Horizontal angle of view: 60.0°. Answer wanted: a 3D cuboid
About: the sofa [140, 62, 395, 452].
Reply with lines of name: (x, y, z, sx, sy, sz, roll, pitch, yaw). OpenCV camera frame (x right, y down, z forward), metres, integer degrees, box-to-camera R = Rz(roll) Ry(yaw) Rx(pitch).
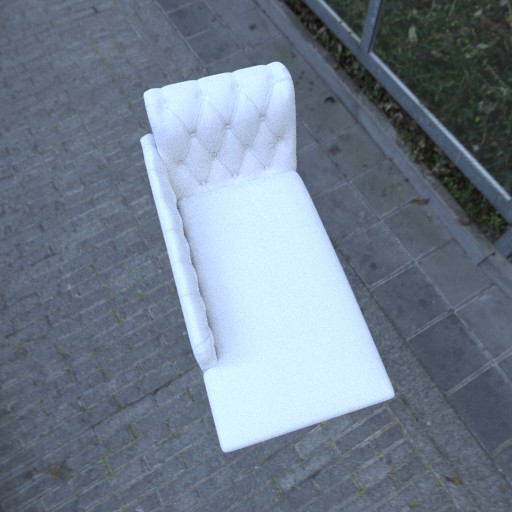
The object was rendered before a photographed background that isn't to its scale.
sofa: (0.000, 0.000, 1.853, 0.675, 0.787, 1.379, -15, 65, -7)
